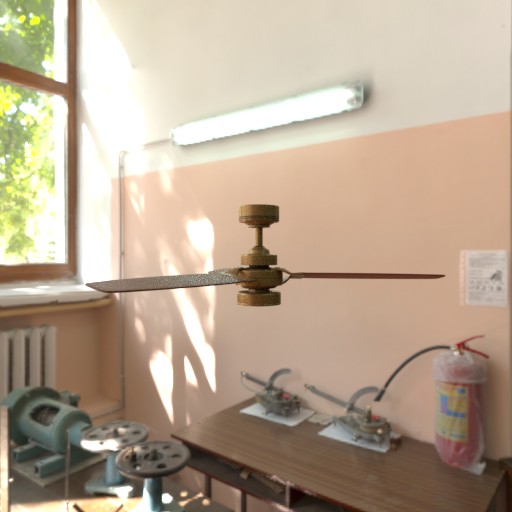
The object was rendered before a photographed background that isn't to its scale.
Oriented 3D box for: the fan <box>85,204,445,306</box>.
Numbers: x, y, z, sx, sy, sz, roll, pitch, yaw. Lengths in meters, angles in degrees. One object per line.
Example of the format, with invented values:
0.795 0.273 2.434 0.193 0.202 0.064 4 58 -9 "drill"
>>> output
0.000 0.000 2.050 1.416 0.425 1.271 0 0 -18 "fan"
